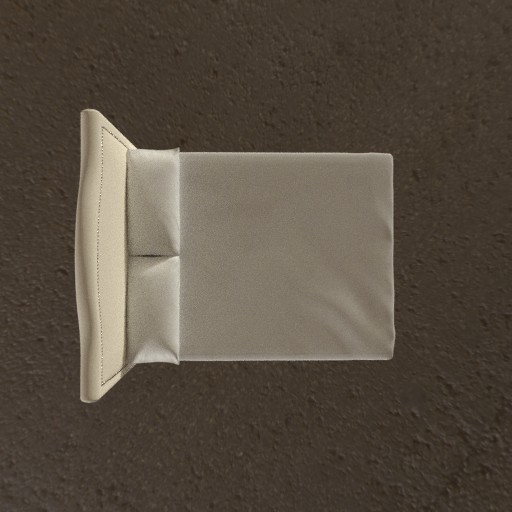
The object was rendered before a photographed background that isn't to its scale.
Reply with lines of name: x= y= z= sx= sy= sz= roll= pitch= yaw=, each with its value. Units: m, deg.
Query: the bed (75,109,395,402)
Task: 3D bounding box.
bed: x=0.000 y=0.000 z=3.284 sx=2.143 sy=1.460 sz=1.753 roll=0 pitch=90 yaw=-1
